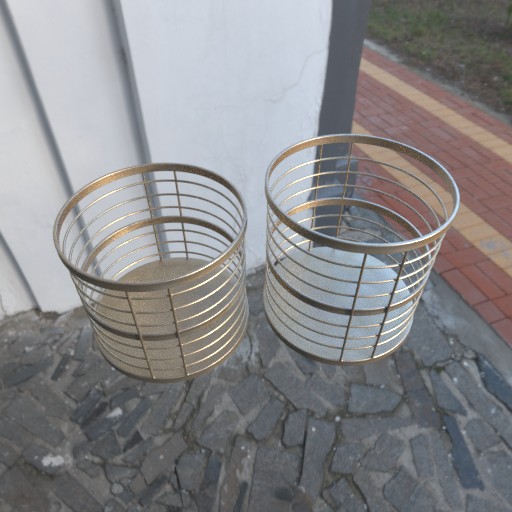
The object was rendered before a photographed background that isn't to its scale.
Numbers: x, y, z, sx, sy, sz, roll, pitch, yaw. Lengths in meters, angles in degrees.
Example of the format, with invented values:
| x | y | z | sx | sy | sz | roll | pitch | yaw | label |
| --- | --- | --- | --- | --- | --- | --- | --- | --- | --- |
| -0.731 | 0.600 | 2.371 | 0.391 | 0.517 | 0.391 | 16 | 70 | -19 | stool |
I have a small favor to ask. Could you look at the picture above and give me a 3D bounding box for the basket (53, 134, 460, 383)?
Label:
| x | y | z | sx | sy | sz | roll | pitch | yaw | label |
| --- | --- | --- | --- | --- | --- | --- | --- | --- | --- |
| 0.000 | 0.000 | 0.935 | 0.746 | 0.351 | 0.356 | -4 | 44 | -4 | basket |
